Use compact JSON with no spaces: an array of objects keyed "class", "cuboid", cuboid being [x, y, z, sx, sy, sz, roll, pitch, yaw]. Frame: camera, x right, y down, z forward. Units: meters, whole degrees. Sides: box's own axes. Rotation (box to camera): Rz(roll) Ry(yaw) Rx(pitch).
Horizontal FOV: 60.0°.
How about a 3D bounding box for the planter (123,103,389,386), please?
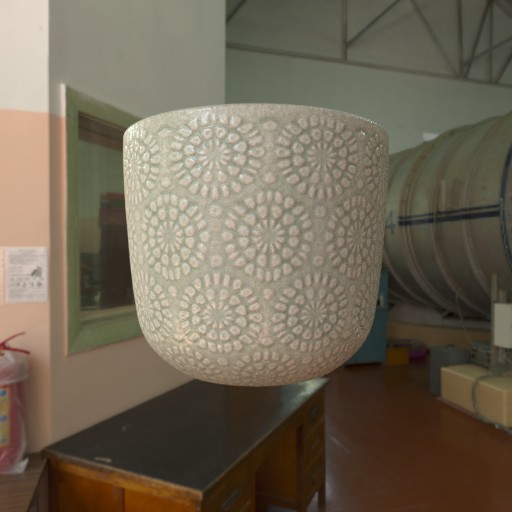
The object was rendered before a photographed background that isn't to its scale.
[{"class":"planter","cuboid":[0.000,0.000,0.216,0.124,0.109,0.124,0,1,0]}]
